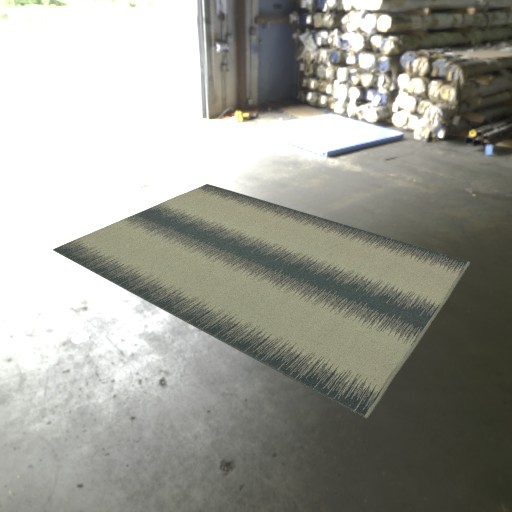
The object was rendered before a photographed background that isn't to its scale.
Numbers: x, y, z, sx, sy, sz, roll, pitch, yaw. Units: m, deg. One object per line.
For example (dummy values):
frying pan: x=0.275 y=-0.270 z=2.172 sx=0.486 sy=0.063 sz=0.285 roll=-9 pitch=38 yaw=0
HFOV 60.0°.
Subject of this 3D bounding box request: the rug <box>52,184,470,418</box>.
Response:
rug: x=0.000 y=0.000 z=2.343 sx=1.854 sy=0.006 sz=1.234 roll=21 pitch=36 yaw=31
